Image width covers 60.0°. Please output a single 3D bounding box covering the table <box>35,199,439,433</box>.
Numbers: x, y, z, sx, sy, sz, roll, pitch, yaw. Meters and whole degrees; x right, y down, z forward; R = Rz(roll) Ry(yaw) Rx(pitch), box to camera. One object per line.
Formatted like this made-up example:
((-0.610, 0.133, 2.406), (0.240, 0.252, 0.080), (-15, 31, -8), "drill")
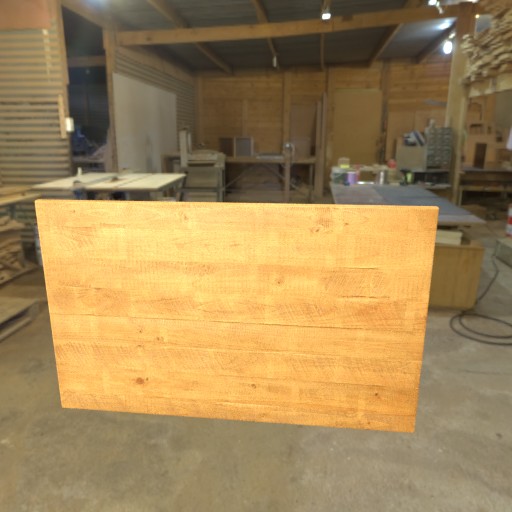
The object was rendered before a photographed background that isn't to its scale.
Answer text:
((0.000, 0.000, 3.013), (1.707, 1.041, 2.149), (2, 16, 6), "table")
